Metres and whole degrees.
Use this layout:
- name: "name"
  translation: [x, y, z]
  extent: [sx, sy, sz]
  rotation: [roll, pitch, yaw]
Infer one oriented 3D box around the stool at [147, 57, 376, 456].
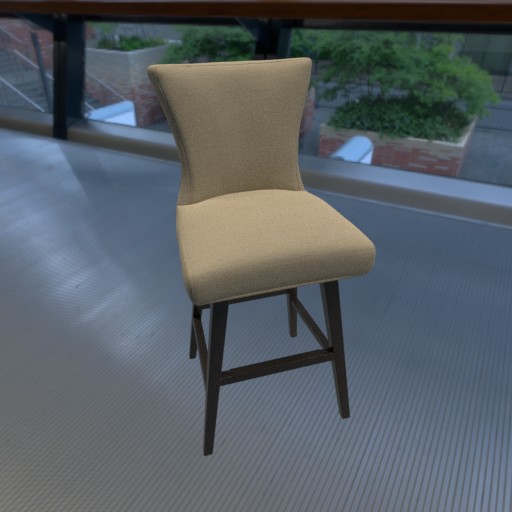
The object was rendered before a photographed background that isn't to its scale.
- name: "stool"
  translation: [0.000, 0.000, 1.411]
  extent: [0.514, 1.086, 0.574]
  rotation: [-9, 33, -14]
